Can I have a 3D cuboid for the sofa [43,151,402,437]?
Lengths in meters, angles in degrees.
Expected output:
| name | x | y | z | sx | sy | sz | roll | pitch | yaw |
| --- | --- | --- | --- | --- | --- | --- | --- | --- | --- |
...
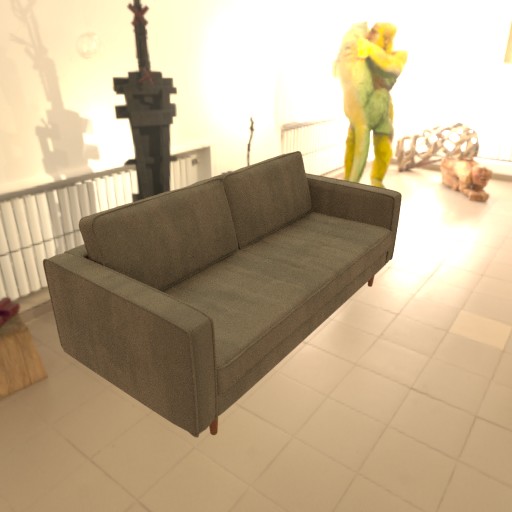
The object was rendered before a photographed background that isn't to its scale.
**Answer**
| name | x | y | z | sx | sy | sz | roll | pitch | yaw |
| --- | --- | --- | --- | --- | --- | --- | --- | --- | --- |
| sofa | 0.000 | 0.000 | 2.431 | 0.924 | 0.825 | 1.920 | 18 | 31 | 33 |
